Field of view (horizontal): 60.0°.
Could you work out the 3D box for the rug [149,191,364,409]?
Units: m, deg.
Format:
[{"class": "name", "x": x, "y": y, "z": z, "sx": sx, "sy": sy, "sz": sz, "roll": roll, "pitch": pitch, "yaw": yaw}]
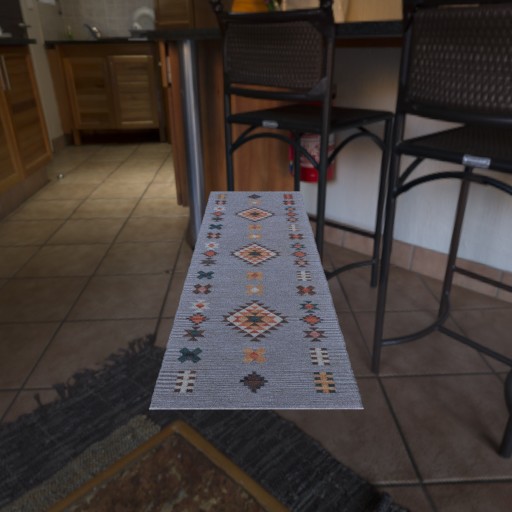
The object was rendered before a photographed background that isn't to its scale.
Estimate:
[{"class": "rug", "x": 0.000, "y": 0.000, "z": 2.662, "sx": 0.766, "sy": 0.008, "sz": 2.432, "roll": 0, "pitch": 26, "yaw": 0}]
